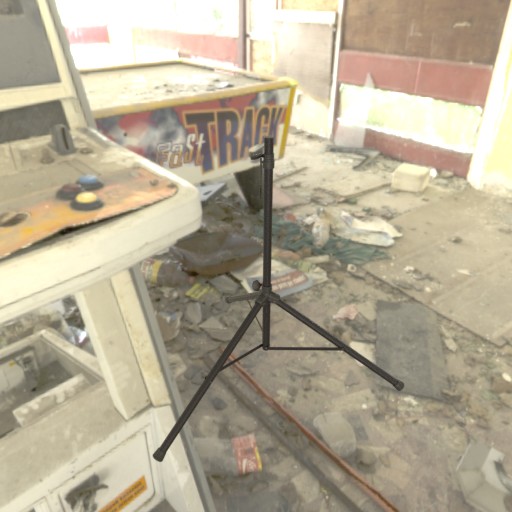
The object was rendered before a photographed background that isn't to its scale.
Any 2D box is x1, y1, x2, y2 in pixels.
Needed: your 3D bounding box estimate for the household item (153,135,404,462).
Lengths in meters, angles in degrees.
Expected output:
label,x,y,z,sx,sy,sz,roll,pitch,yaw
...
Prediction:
label,x,y,z,sx,sy,sz,roll,pitch,yaw
household item,0.000,0.000,2.752,1.596,1.595,1.339,-9,31,-16
